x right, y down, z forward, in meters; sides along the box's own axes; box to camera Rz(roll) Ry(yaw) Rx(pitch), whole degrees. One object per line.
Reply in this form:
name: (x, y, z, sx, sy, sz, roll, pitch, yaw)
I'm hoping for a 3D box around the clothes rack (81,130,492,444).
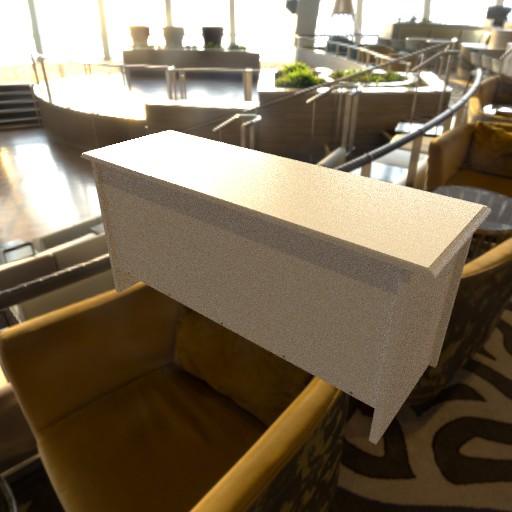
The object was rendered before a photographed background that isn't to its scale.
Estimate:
clothes rack: (0.000, 0.000, 1.456, 1.218, 0.558, 0.405, 22, 37, 33)
